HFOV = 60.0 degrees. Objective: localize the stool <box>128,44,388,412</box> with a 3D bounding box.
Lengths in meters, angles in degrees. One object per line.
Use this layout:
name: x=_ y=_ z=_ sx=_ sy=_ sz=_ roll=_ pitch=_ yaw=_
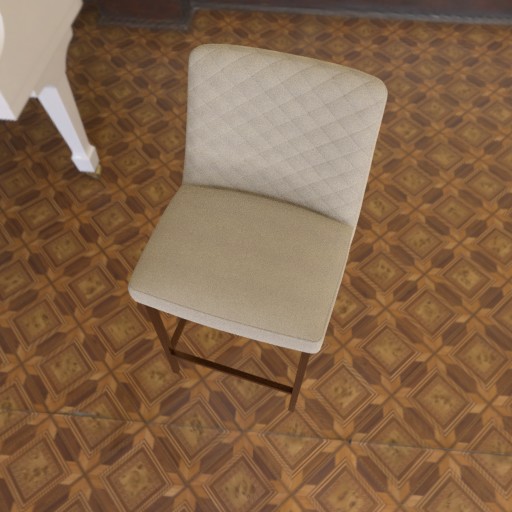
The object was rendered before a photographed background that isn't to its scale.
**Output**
stool: x=0.000 y=0.000 z=1.297 sx=0.507 sy=0.973 sz=0.576 roll=15 pitch=60 yaw=9
